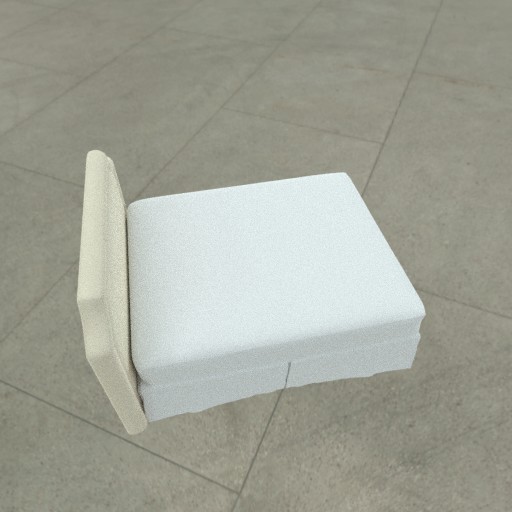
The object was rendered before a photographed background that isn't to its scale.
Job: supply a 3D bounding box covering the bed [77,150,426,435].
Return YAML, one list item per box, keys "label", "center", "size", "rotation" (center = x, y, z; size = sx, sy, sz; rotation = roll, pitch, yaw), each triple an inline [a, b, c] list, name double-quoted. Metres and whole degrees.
- label: "bed"
  center: [0.000, 0.000, 3.356]
  size: [2.209, 1.296, 1.827]
  rotation: [-9, 48, -8]
